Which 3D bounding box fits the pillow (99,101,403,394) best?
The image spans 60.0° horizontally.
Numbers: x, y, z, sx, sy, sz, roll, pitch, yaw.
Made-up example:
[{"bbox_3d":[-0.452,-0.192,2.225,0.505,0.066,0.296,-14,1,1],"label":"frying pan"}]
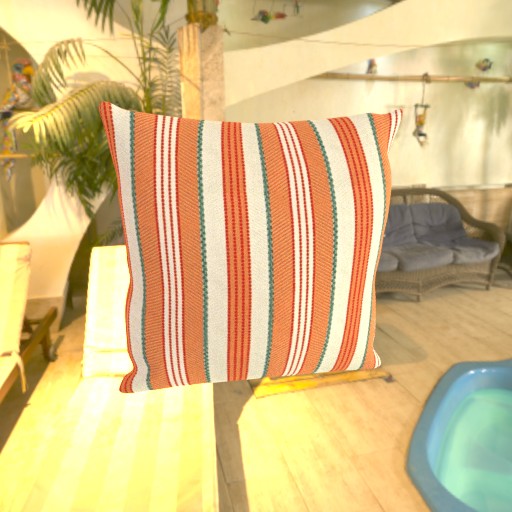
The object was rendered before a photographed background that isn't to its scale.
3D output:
[{"bbox_3d":[0.000,0.000,0.673,0.440,0.441,0.182,-3,16,-9],"label":"pillow"}]
